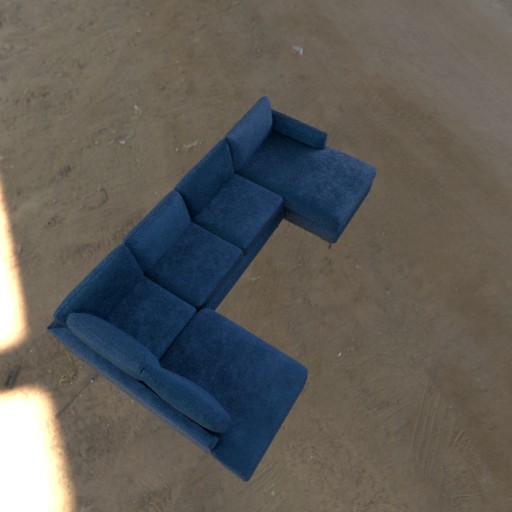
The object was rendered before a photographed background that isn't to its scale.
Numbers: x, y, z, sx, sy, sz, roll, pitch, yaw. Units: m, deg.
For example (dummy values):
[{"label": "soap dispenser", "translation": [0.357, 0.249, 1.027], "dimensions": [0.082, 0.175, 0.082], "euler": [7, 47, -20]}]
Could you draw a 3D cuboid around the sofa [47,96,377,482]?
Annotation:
[{"label": "sofa", "translation": [0.000, 0.000, 4.396], "dimensions": [2.055, 0.992, 3.434], "euler": [29, 63, 17]}]
